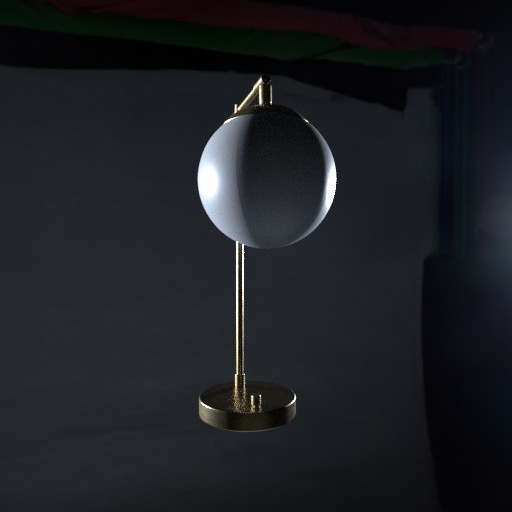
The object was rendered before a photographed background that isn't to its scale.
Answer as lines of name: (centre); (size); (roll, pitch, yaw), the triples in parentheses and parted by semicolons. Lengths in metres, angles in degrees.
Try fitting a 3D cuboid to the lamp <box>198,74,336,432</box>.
lamp: (0.000, 0.000, 0.729); (0.207, 0.559, 0.324); (0, 1, -16)
